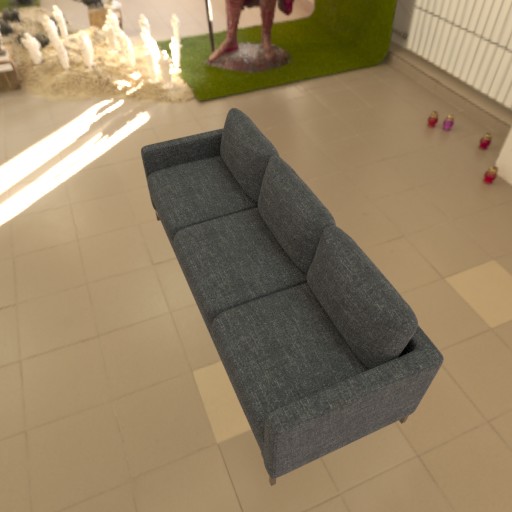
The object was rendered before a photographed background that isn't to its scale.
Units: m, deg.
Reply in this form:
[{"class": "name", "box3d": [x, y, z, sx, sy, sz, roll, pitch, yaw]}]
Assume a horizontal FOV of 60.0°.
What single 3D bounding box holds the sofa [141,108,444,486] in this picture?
[{"class": "sofa", "box3d": [0.000, 0.000, 2.678, 0.859, 0.874, 2.218, -17, 48, -16]}]
